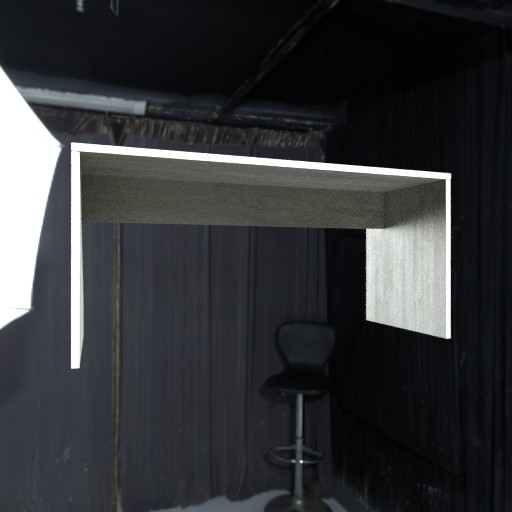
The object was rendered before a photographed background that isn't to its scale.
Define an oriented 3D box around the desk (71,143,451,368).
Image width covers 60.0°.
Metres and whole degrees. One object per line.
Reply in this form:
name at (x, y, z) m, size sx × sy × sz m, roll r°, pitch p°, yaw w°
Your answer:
desk at (0.000, 0.000, 2.124) m, size 1.600 × 0.752 × 0.802 m, roll 0°, pitch 0°, yaw -20°
